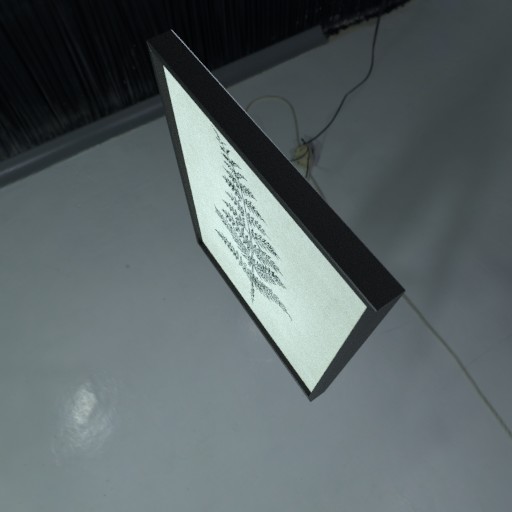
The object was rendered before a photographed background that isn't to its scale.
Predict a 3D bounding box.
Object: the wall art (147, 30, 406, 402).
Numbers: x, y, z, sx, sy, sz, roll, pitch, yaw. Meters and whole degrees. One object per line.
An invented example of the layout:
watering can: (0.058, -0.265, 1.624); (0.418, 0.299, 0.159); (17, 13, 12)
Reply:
wall art: (0.000, 0.000, 0.746); (0.039, 0.555, 0.449); (-31, 68, -15)
